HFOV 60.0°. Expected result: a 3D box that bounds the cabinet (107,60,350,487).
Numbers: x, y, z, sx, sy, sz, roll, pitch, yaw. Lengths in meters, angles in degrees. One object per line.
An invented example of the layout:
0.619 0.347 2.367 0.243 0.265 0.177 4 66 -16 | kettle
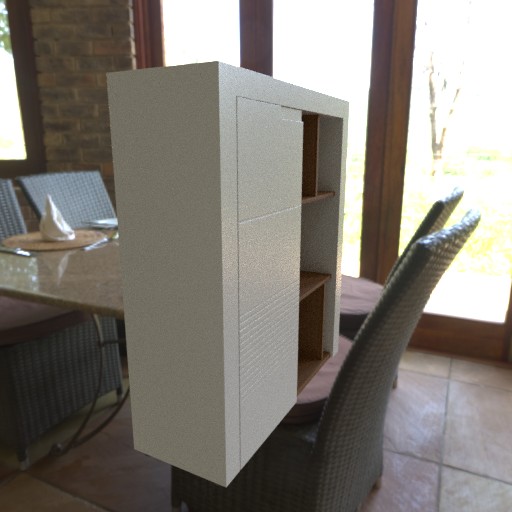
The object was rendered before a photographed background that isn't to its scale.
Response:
0.000 0.000 1.629 0.348 1.150 0.990 7 15 28 | cabinet
